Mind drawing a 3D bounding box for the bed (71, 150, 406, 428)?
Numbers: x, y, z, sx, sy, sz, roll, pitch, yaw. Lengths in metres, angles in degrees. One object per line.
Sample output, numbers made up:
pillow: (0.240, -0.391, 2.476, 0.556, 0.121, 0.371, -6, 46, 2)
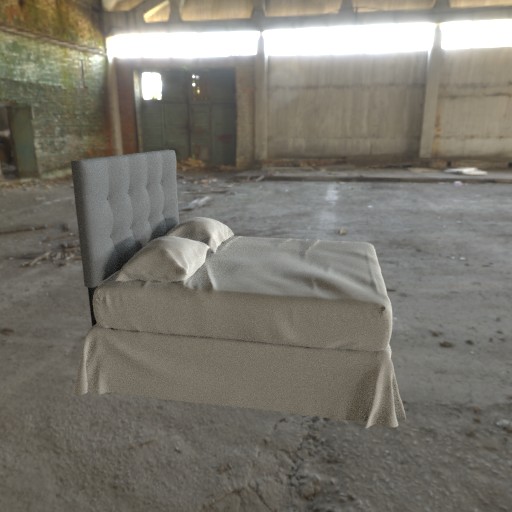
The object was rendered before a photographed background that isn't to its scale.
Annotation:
bed: (0.000, 0.000, 3.542, 2.222, 1.577, 1.936, 3, 16, 10)
